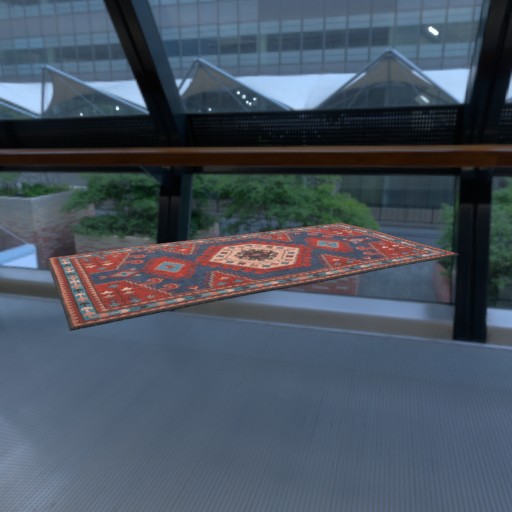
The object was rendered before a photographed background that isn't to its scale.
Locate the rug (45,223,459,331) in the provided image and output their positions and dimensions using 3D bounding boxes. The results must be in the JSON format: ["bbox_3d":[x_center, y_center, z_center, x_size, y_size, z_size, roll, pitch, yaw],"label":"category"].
[{"bbox_3d":[0.000,0.000,3.629,3.032,0.034,1.522,-8,18,-28],"label":"rug"}]
